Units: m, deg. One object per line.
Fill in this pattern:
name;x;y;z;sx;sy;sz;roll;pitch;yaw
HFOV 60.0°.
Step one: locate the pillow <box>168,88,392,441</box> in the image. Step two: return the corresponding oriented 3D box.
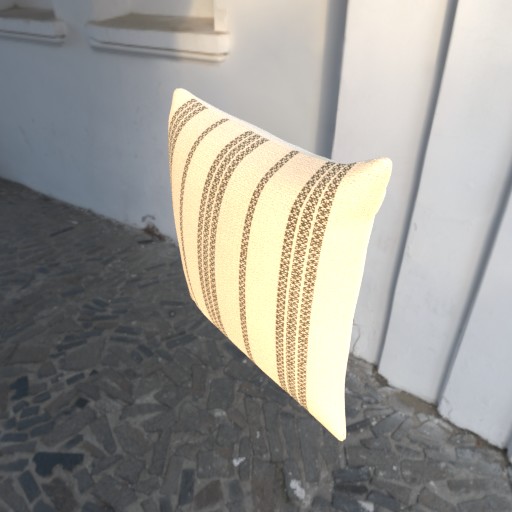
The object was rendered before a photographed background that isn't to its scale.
pillow;0.000;0.000;0.646;0.173;0.406;0.405;-22;38;-31
